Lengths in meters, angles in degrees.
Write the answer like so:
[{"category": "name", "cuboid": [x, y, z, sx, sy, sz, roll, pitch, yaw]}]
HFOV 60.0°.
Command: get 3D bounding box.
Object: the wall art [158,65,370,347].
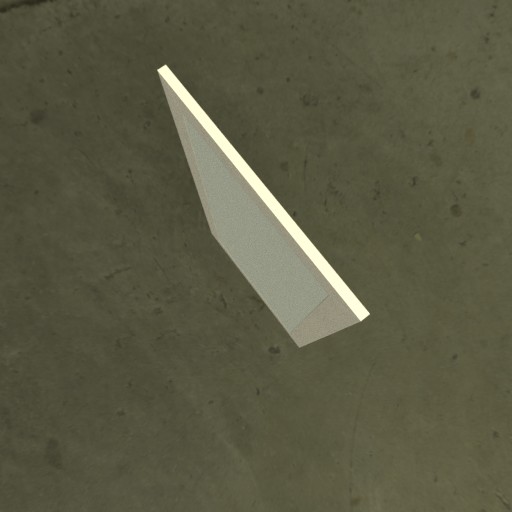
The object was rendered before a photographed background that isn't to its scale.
[{"category": "wall art", "cuboid": [0.000, 0.000, 0.833, 0.013, 0.683, 0.380, -36, 79, -8]}]
